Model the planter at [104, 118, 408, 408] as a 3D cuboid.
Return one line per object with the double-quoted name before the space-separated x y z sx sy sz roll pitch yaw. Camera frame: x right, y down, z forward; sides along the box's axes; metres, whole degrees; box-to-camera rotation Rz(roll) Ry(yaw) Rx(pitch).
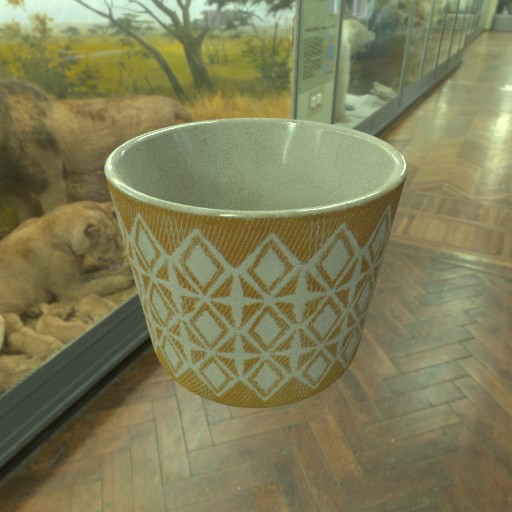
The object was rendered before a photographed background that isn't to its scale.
"planter" 0.000 0.000 0.219 0.126 0.104 0.126 0 31 0
